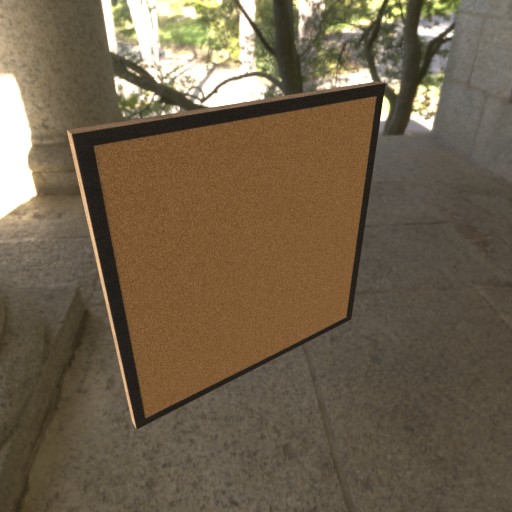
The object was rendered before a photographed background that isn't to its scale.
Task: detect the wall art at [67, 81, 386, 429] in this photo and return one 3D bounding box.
[{"bbox_3d":[0.000,0.000,1.027,0.695,0.691,0.029,-20,37,-29],"label":"wall art"}]
